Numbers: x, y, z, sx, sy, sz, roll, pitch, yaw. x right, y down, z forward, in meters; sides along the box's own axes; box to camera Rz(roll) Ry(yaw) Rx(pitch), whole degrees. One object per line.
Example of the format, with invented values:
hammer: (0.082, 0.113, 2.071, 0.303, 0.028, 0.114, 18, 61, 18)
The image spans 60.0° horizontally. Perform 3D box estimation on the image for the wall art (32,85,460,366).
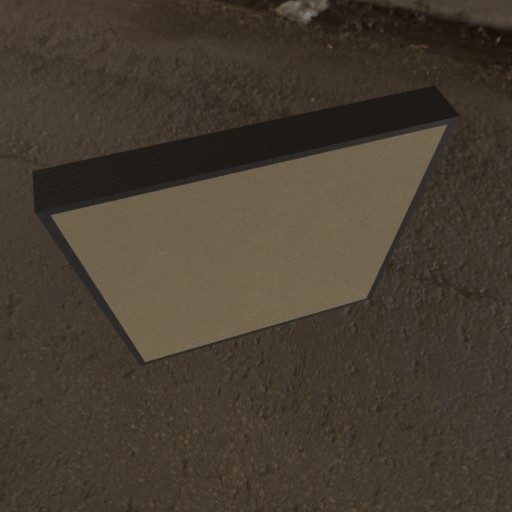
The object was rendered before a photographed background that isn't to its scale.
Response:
wall art: (0.000, 0.000, 0.438, 0.302, 0.300, 0.036, -15, 59, -9)
